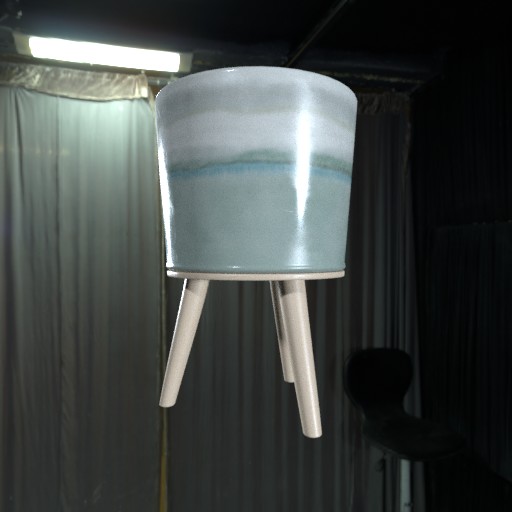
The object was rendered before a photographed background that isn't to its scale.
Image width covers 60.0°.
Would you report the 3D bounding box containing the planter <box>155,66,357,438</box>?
[{"bbox_3d":[0.000,0.000,0.597,0.265,0.404,0.265,0,1,-19],"label":"planter"}]
